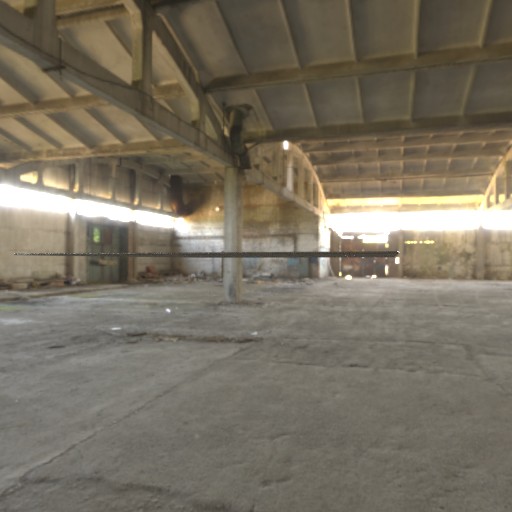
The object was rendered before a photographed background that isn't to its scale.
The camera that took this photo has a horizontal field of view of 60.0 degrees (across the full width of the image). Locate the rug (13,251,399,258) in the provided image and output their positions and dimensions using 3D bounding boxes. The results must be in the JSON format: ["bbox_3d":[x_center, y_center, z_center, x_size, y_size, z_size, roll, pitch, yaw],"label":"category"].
[{"bbox_3d":[0.000,0.000,4.033,2.434,0.013,3.057,0,-1,17],"label":"rug"}]
